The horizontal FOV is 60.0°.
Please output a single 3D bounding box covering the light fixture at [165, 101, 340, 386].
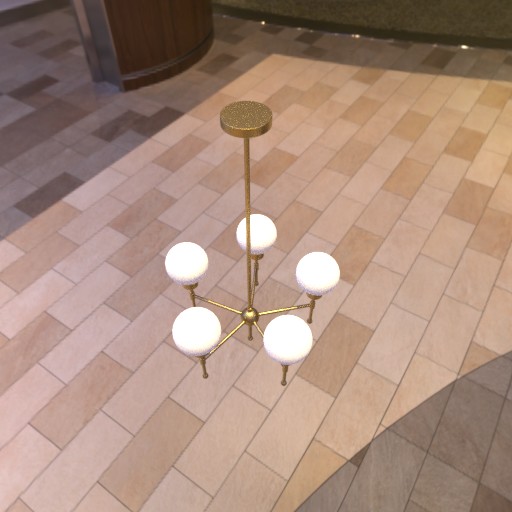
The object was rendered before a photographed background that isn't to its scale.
[{"bbox_3d":[0.000,0.000,1.863,0.785,1.331,0.815,-9,49,-8],"label":"light fixture"}]
